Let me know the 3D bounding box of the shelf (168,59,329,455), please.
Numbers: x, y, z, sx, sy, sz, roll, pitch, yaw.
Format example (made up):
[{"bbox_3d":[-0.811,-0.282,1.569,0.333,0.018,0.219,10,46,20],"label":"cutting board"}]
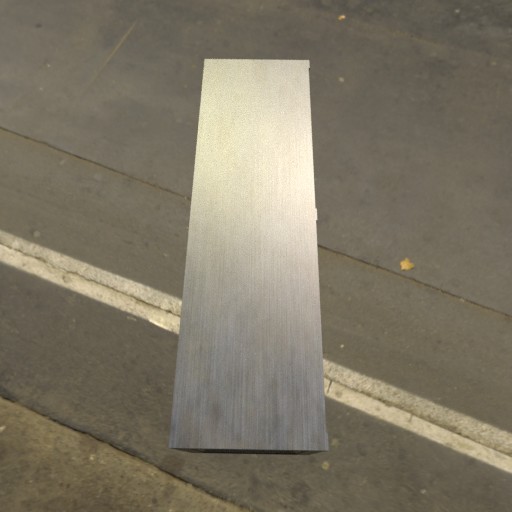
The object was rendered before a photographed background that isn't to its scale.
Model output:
[{"bbox_3d":[0.000,0.000,1.938,0.479,0.719,1.575,1,65,0],"label":"shelf"}]
